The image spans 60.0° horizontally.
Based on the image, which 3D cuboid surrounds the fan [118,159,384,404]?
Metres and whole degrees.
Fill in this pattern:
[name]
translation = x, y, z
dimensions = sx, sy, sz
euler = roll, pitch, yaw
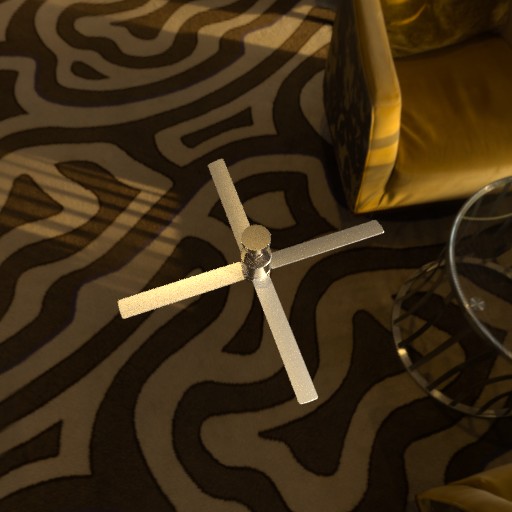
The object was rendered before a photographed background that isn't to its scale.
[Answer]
[fan]
translation = 0.000, 0.000, 2.021
dimensions = 1.322, 0.355, 1.322
euler = -18, 65, -8
